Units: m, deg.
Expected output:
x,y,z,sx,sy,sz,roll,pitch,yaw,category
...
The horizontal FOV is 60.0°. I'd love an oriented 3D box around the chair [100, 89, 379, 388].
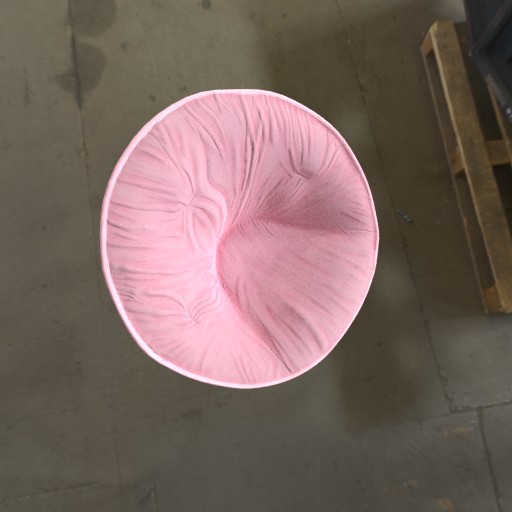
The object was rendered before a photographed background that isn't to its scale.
x,y,z,sx,sy,sz,roll,pitch,yaw,category
0.000,0.000,0.887,0.459,0.494,0.522,34,79,8,chair
